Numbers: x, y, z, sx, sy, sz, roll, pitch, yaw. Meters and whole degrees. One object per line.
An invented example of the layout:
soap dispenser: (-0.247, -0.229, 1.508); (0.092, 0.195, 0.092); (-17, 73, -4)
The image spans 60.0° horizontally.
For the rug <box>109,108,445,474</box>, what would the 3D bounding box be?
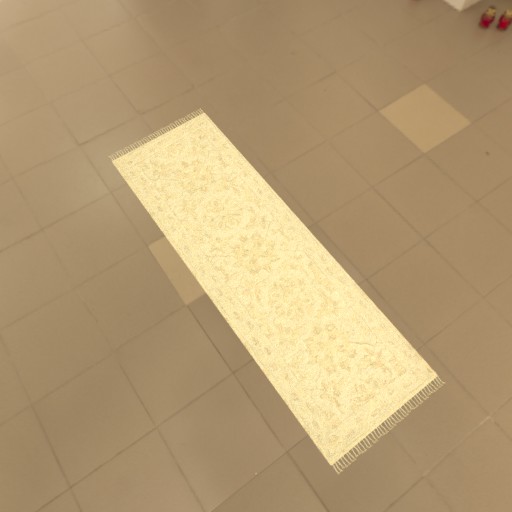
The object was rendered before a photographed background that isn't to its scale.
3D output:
rug: (0.000, 0.000, 2.852); (0.795, 0.015, 2.544); (-33, 68, -15)
